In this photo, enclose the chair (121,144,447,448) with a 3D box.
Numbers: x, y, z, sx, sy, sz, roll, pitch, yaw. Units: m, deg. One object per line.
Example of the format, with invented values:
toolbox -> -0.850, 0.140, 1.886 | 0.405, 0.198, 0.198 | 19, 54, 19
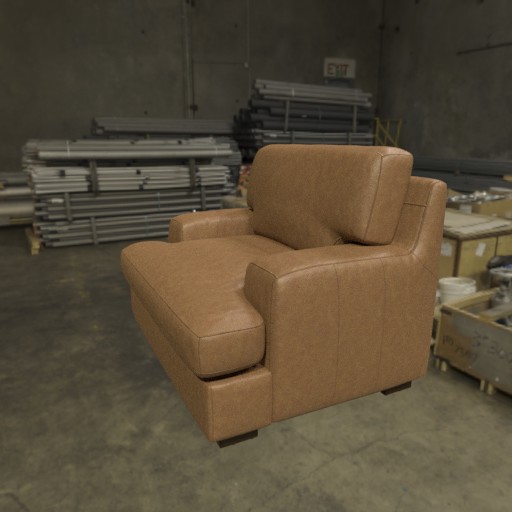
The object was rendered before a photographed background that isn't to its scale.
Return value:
chair -> 0.000, 0.000, 2.011 | 1.050, 0.978, 1.276 | -7, 16, -25
